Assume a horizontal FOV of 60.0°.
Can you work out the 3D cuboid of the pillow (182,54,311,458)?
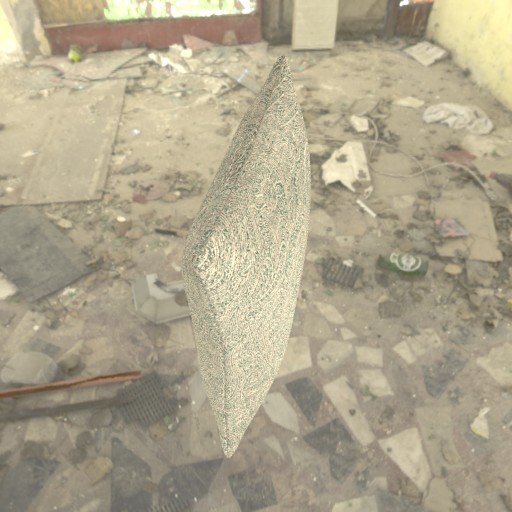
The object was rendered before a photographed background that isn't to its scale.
[{"bbox_3d":[0.000,0.000,0.791,0.166,0.507,0.526,9,46,8],"label":"pillow"}]
